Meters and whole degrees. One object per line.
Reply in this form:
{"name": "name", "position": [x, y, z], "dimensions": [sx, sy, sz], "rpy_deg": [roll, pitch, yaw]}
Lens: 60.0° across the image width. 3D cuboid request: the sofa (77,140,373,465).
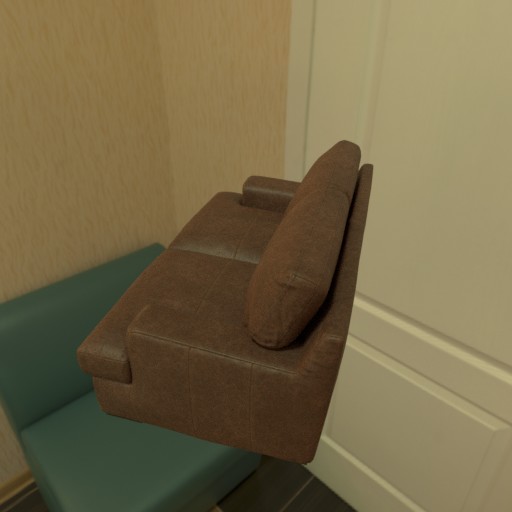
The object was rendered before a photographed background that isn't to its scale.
{"name": "sofa", "position": [0.000, 0.000, 2.504], "dimensions": [1.143, 0.939, 1.880], "rpy_deg": [8, 32, 13]}
